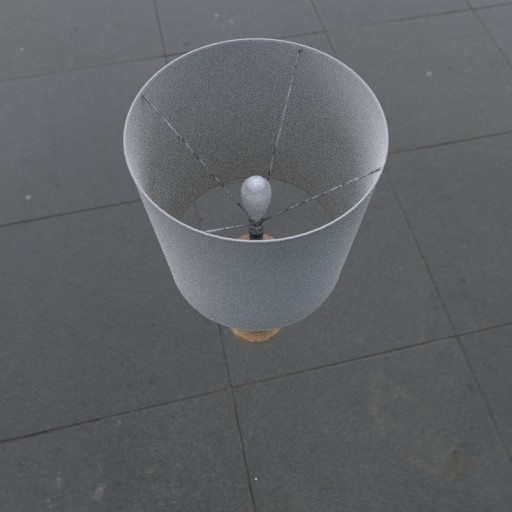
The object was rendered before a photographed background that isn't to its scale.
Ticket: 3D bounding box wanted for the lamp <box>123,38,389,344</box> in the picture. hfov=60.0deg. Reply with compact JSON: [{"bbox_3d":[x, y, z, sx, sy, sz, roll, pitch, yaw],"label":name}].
[{"bbox_3d":[0.000,0.000,0.554,0.208,0.455,0.208,2,63,1],"label":"lamp"}]
